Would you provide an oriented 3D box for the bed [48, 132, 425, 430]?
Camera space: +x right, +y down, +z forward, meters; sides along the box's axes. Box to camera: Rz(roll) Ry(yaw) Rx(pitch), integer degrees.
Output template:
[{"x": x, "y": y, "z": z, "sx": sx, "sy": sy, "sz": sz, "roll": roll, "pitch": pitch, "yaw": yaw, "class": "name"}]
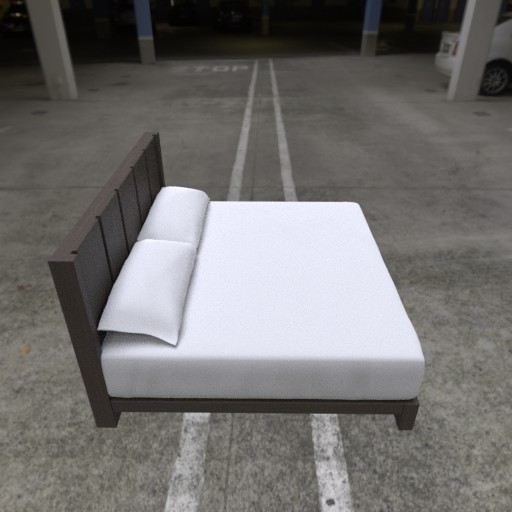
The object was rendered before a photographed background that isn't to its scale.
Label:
[{"x": 0.000, "y": 0.000, "z": 3.391, "sx": 2.012, "sy": 1.270, "sz": 2.134, "roll": 0, "pitch": 32, "yaw": 1, "class": "bed"}]
